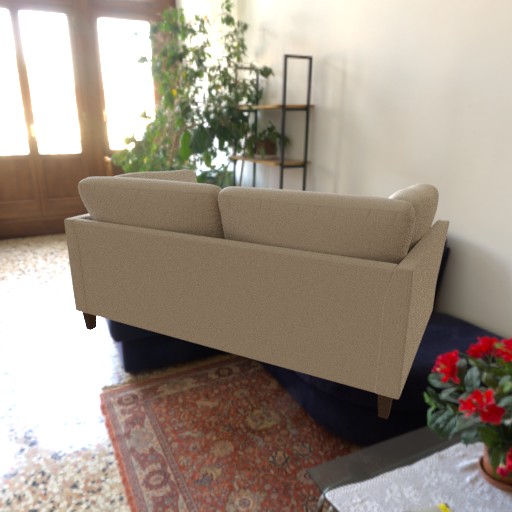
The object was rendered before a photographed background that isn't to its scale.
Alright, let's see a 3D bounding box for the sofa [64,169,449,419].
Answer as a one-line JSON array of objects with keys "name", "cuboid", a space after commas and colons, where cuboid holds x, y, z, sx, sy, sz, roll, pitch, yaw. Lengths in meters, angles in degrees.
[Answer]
[{"name": "sofa", "cuboid": [0.000, 0.000, 2.353, 1.776, 0.836, 0.970, 9, 19, 27]}]
